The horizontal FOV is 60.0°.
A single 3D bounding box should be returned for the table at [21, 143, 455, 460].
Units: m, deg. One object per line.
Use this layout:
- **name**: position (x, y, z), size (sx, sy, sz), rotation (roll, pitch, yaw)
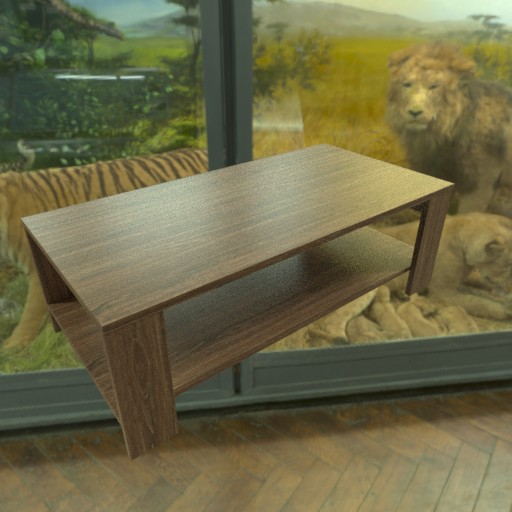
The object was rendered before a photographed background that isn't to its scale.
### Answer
- **table**: position (0.000, 0.000, 1.453), size (1.200, 0.400, 0.600), rotation (-21, 36, -32)
